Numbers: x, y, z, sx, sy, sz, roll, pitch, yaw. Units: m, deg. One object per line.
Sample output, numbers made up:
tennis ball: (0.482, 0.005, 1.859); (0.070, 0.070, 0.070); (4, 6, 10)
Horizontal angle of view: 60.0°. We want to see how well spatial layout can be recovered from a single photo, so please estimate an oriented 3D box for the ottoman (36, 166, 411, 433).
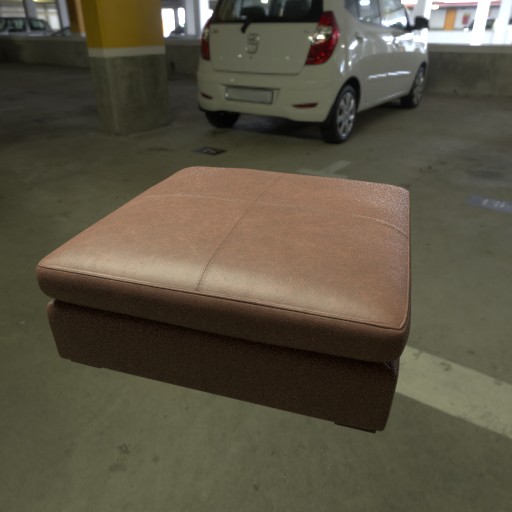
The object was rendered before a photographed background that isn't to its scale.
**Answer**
ottoman: (0.000, 0.000, 1.799); (1.168, 0.490, 1.168); (8, 29, 15)
